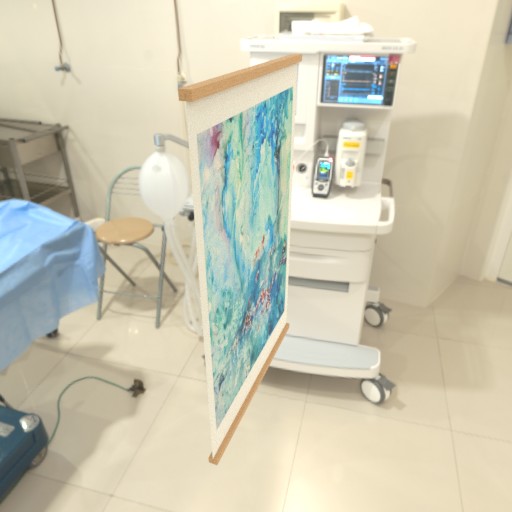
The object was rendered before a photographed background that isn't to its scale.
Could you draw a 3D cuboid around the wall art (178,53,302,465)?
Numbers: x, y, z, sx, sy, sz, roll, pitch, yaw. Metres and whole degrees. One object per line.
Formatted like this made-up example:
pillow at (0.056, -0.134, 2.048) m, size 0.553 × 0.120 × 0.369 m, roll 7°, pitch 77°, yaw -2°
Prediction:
wall art at (0.000, 0.000, 0.646) m, size 0.013 × 0.510 × 0.335 m, roll 11°, pitch 32°, yaw 19°
